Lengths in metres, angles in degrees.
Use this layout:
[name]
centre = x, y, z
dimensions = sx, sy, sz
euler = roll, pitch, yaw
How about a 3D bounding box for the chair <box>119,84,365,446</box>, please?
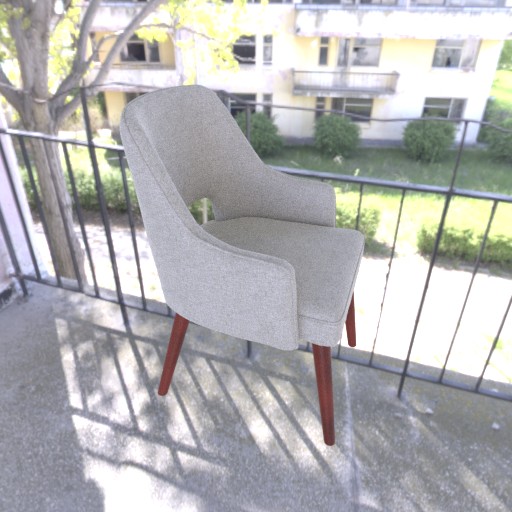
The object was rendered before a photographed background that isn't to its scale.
[chair]
centre = 0.000, 0.000, 1.259
dimensions = 0.605, 0.849, 0.548
euler = 10, 32, 16
